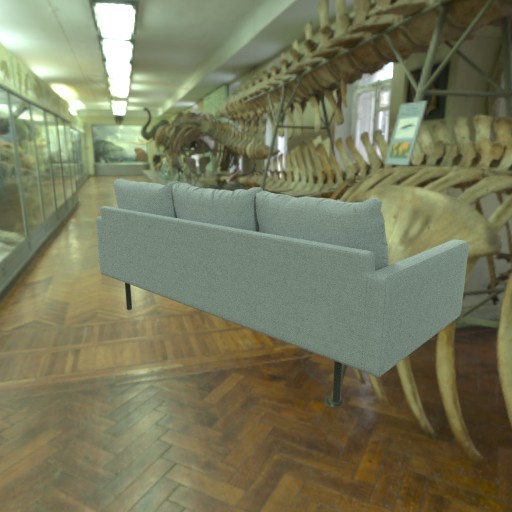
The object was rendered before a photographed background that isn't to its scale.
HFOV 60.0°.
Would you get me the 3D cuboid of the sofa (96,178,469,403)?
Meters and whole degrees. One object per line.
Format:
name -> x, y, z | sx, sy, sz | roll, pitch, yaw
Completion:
sofa -> 0.000, 0.000, 2.481 | 2.000, 0.830, 0.850 | 12, 18, 41
